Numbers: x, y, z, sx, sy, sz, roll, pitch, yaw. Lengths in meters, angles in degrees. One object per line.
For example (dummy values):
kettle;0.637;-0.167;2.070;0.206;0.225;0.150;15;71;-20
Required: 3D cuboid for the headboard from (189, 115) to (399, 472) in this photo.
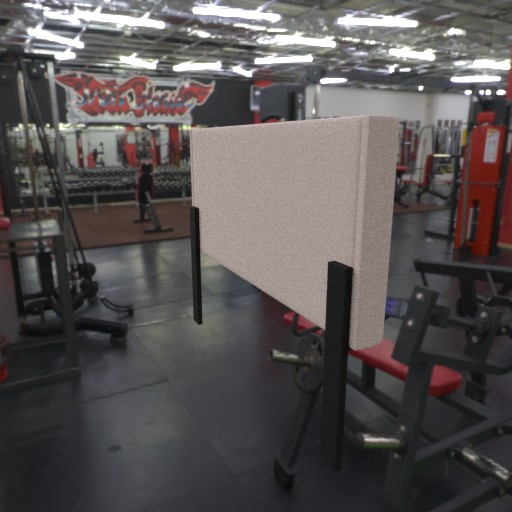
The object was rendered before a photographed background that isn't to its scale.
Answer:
headboard;0.000;0.000;2.682;0.184;1.524;2.051;-7;16;-26
